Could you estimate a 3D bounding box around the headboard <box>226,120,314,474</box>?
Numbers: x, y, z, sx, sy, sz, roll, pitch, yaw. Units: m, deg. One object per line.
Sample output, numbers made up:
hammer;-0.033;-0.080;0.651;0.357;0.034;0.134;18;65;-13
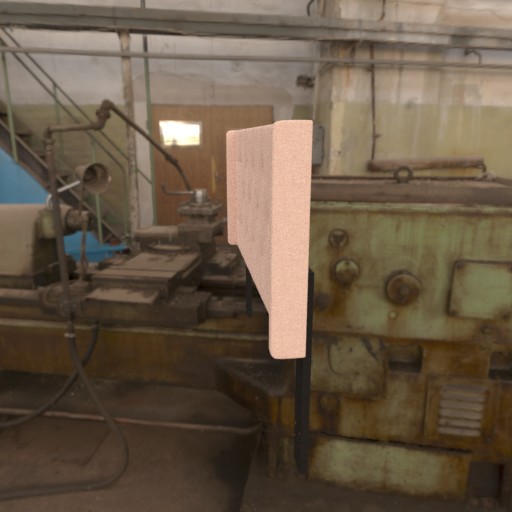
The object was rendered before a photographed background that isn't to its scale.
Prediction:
headboard;0.000;0.000;2.728;0.184;1.524;2.051;-2;15;-8
